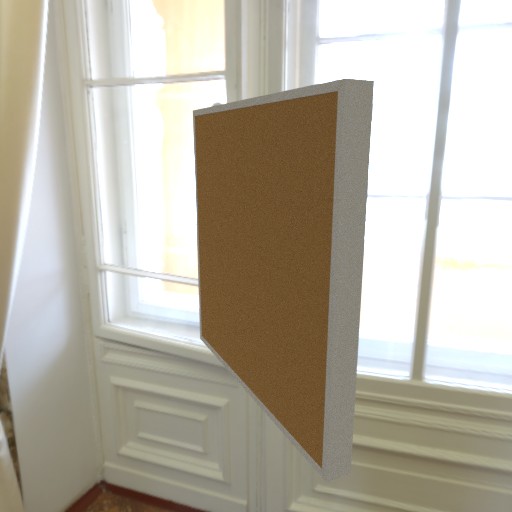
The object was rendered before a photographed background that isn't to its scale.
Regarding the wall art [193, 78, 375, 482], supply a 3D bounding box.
[{"bbox_3d":[0.000,0.000,0.456,0.024,0.304,0.304,-7,16,-25],"label":"wall art"}]
